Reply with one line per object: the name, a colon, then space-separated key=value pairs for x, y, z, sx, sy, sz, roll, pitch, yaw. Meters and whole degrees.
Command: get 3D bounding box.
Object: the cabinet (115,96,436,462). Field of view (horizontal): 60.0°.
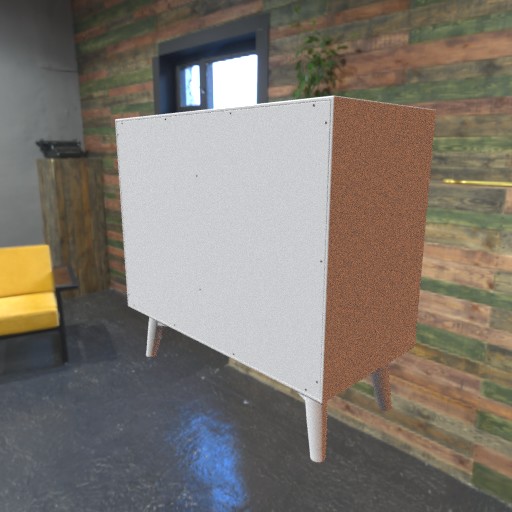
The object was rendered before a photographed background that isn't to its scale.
cabinet: x=0.000 y=0.000 z=1.256 sx=0.398 sy=0.761 sz=0.800 roll=-12 pitch=18 yaw=-42
